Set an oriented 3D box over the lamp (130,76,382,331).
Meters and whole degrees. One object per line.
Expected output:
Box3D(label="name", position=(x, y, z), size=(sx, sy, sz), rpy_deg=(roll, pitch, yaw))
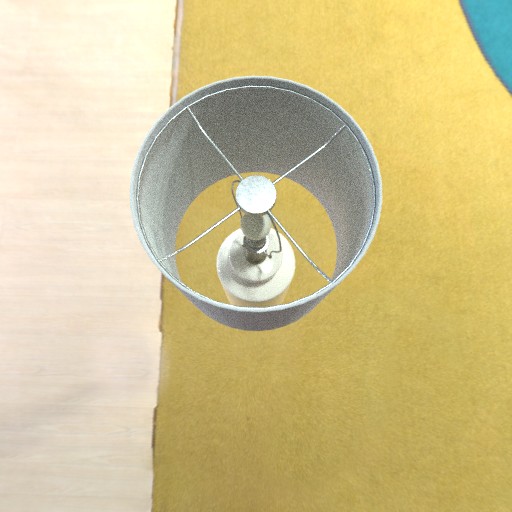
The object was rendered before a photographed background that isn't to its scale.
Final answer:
Box3D(label="lamp", position=(0.000, 0.000, 0.610), size=(0.212, 0.493, 0.212), rpy_deg=(-37, 79, -8))
